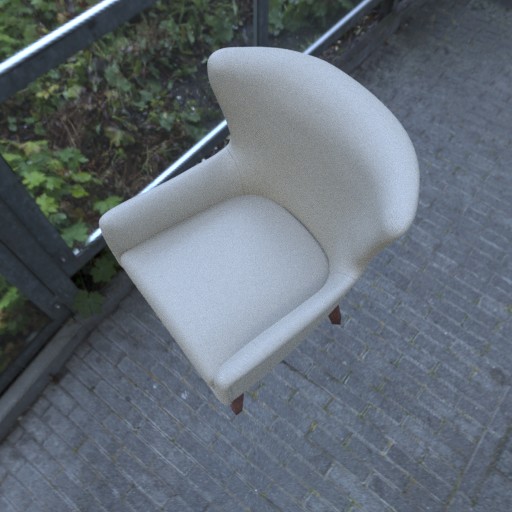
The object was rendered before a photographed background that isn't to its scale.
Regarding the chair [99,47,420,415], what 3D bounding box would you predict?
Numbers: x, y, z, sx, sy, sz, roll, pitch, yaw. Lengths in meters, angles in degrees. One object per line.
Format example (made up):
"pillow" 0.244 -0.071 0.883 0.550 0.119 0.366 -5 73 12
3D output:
"chair" 0.000 0.000 1.365 0.686 0.952 0.660 -35 67 -17
